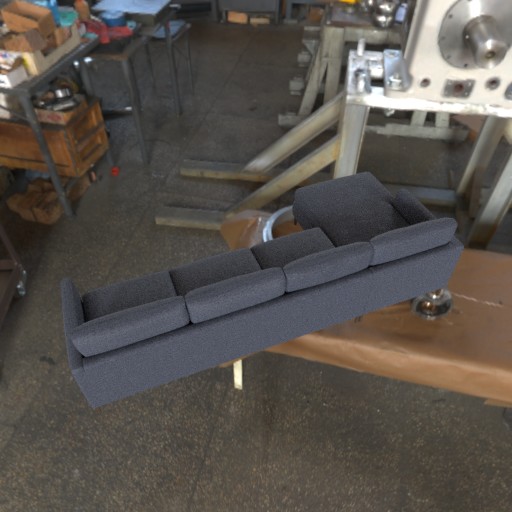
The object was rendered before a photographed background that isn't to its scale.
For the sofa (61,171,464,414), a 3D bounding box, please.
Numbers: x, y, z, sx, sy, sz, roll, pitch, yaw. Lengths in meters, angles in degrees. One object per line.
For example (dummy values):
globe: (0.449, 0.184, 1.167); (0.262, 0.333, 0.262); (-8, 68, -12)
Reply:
sofa: (0.000, 0.000, 2.961); (2.445, 0.673, 1.125); (-16, 48, -15)
